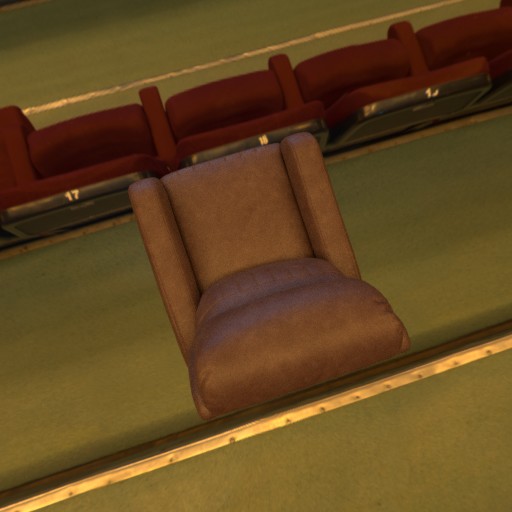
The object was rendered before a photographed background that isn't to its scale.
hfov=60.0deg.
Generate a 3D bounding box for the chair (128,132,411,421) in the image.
[{"bbox_3d":[0.000,0.000,1.838,0.865,1.067,1.067,-18,76,-5],"label":"chair"}]
